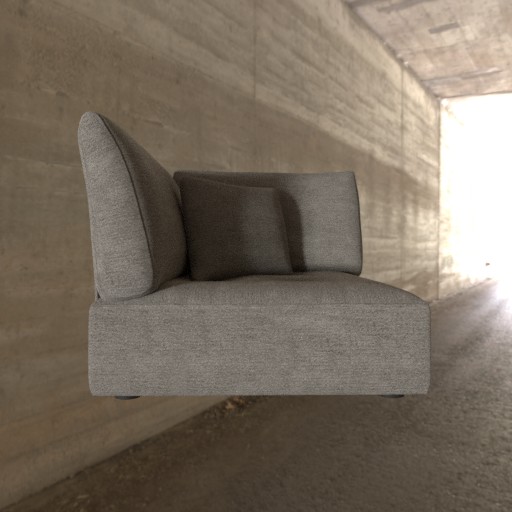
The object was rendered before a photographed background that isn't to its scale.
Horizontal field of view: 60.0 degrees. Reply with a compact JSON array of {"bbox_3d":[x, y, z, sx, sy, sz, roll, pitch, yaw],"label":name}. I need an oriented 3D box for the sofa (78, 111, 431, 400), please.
[{"bbox_3d":[0.000,0.000,1.697,1.000,0.820,1.000,0,1,-1],"label":"sofa"}]
